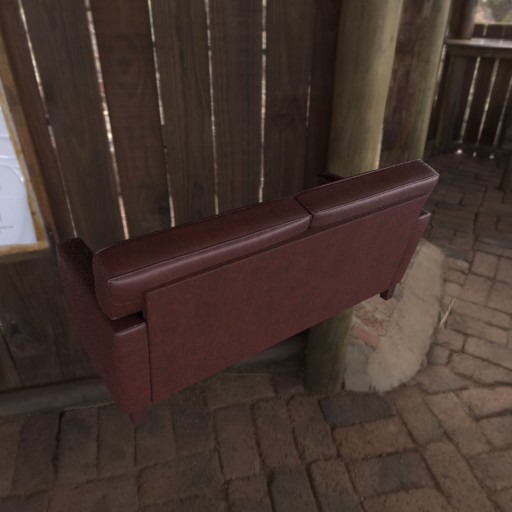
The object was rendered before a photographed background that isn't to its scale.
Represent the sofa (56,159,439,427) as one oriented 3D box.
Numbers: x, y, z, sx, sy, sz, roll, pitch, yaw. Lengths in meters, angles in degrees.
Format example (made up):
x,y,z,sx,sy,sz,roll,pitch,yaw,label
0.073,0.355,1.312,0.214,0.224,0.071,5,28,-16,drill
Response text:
x,y,z,sx,sy,sz,roll,pitch,yaw,label
0.000,0.000,2.405,1.876,0.928,0.912,-19,35,-30,sofa
